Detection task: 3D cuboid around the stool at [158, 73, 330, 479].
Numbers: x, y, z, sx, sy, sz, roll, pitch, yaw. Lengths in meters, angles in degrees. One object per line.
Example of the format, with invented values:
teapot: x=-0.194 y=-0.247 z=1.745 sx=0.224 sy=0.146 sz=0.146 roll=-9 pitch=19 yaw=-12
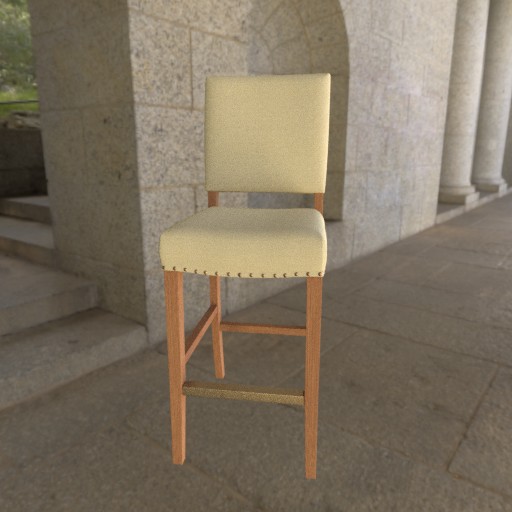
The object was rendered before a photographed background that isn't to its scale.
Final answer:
stool: x=0.000 y=0.000 z=1.432 sx=0.445 sy=1.168 sz=0.584 roll=2 pitch=14 yaw=8
